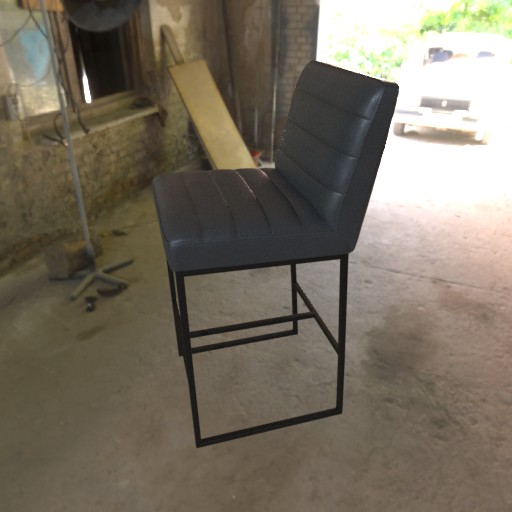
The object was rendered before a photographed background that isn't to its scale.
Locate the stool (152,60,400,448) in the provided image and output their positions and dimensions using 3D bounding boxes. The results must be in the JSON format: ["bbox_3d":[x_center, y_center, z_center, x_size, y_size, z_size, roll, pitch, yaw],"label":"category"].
[{"bbox_3d":[0.000,0.000,1.339,0.552,1.040,0.457,-8,31,-14],"label":"stool"}]
